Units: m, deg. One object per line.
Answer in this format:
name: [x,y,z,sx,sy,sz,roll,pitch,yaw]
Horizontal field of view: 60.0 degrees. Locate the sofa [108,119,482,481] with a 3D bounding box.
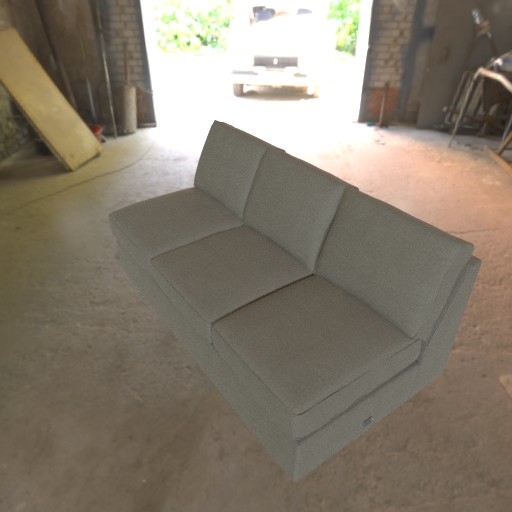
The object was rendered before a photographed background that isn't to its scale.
sofa: [0.000,0.000,2.675,1.127,1.036,2.092,-22,39,-29]
